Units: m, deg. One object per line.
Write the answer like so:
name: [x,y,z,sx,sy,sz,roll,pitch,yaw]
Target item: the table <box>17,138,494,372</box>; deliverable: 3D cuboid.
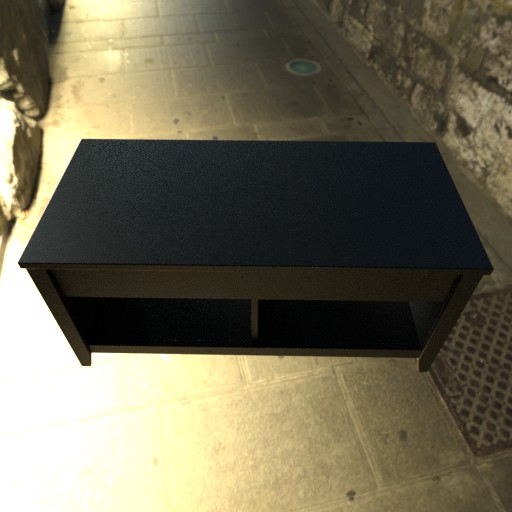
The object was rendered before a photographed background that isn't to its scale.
table: [0.000,0.000,1.274,1.016,0.457,0.483,1,47,1]
